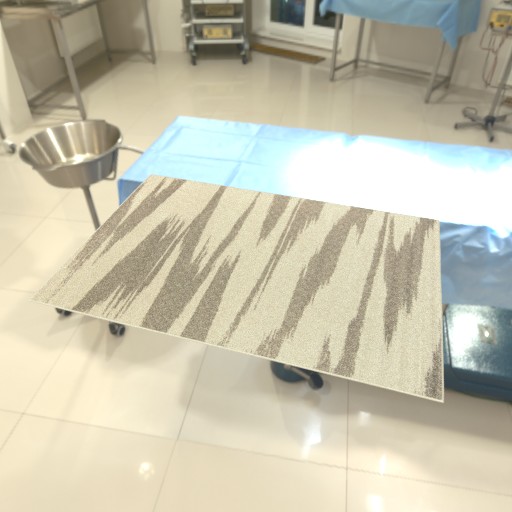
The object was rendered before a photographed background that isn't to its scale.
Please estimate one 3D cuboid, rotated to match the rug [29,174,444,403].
[{"bbox_3d":[0.000,0.000,2.291,1.827,0.008,1.225,11,41,13],"label":"rug"}]
